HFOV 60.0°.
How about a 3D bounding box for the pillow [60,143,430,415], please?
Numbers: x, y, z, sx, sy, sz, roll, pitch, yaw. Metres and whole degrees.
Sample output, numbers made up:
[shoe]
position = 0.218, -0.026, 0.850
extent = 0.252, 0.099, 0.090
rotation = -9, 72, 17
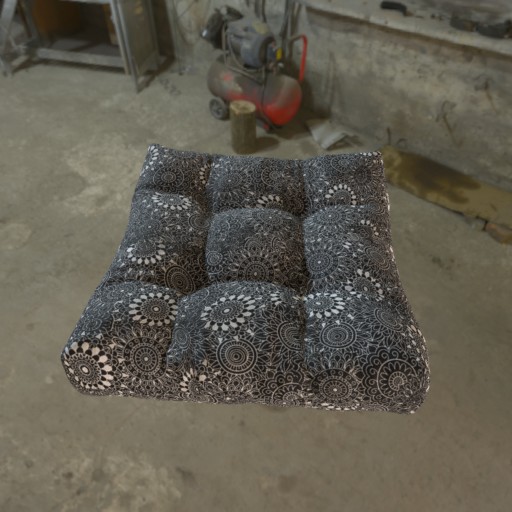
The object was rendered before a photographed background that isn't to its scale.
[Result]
[pillow]
position = 0.000, 0.000, 0.717
extent = 0.468, 0.128, 0.490
rotation = 3, 46, 2
